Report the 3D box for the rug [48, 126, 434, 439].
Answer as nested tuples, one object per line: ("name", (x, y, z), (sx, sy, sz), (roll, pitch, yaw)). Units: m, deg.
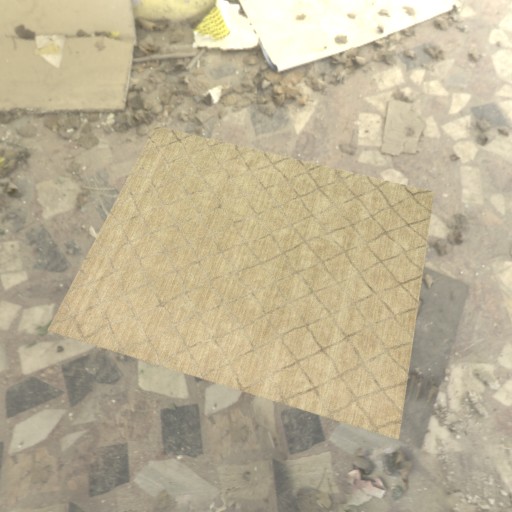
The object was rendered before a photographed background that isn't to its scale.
("rug", (0.000, 0.000, 4.157), (3.038, 0.019, 2.420), (15, 64, 7))
